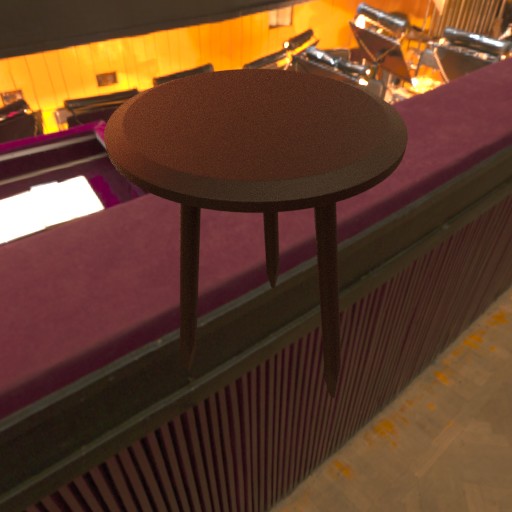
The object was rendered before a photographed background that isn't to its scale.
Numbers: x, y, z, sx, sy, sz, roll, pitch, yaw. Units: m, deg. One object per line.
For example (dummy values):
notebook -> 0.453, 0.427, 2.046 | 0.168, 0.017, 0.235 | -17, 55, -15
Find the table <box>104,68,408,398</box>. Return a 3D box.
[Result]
table -> 0.000, 0.000, 0.874 | 0.457, 0.585, 0.457 | 0, 41, 0
